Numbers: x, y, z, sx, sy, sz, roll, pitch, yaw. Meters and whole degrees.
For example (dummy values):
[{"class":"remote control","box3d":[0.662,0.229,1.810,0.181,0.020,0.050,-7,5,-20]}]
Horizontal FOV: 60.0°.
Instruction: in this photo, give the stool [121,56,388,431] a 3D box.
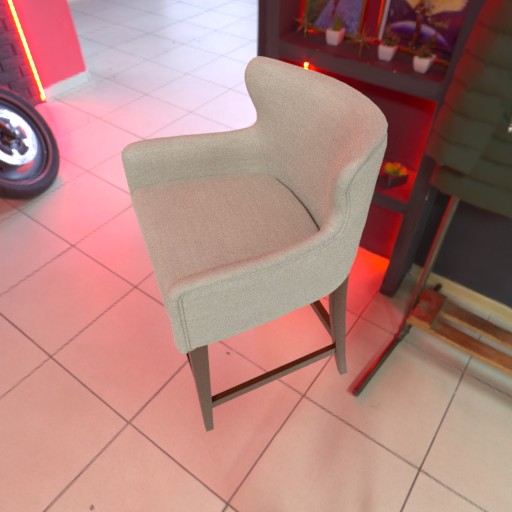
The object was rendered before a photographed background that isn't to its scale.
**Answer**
[{"class":"stool","box3d":[0.000,0.000,1.388,0.637,0.987,0.615,-16,47,-15]}]
